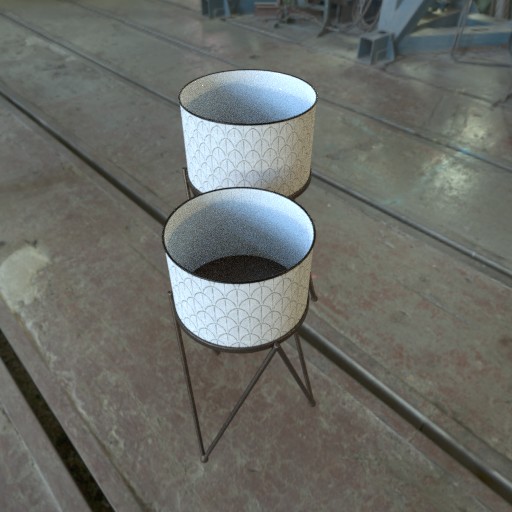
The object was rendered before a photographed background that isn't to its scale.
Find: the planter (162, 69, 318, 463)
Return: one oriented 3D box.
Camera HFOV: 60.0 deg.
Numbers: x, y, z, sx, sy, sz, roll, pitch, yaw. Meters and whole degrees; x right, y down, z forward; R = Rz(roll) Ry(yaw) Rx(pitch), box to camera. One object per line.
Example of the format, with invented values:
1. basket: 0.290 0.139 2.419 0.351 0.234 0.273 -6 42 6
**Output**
1. planter: 0.000 0.000 1.156 0.413 0.712 0.769 1 42 1
